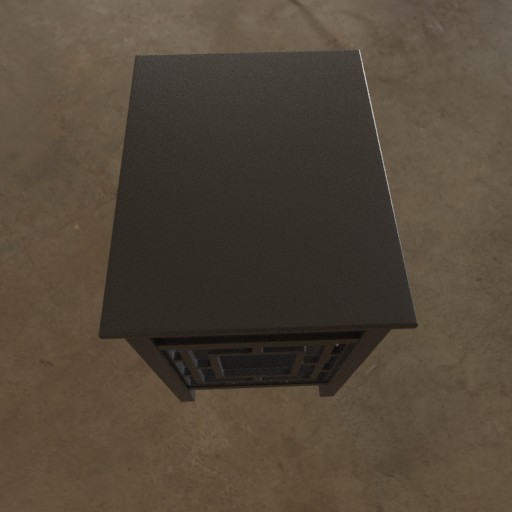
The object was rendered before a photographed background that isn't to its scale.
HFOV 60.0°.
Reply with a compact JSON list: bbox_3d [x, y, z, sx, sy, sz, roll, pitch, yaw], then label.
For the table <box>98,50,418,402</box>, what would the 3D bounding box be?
[{"bbox_3d":[0.000,0.000,1.021,0.451,0.646,0.564,-2,63,-1],"label":"table"}]
